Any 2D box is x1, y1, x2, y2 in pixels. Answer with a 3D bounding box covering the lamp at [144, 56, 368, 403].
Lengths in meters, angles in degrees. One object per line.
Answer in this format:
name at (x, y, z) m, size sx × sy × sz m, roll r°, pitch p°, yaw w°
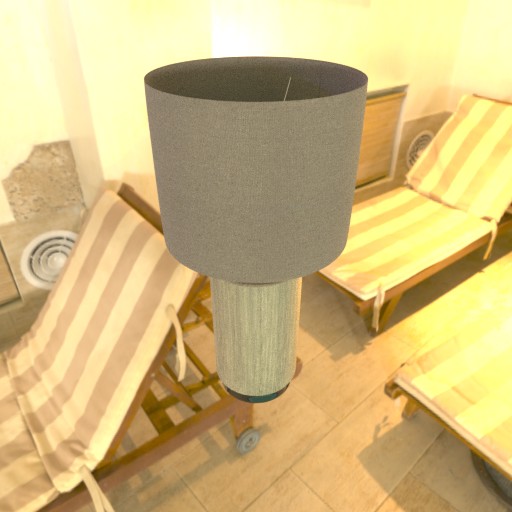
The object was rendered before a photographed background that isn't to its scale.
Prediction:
lamp at (0.000, 0.000, 0.576) m, size 0.228 × 0.444 × 0.228 m, roll -22°, pitch 39°, yaw -30°
